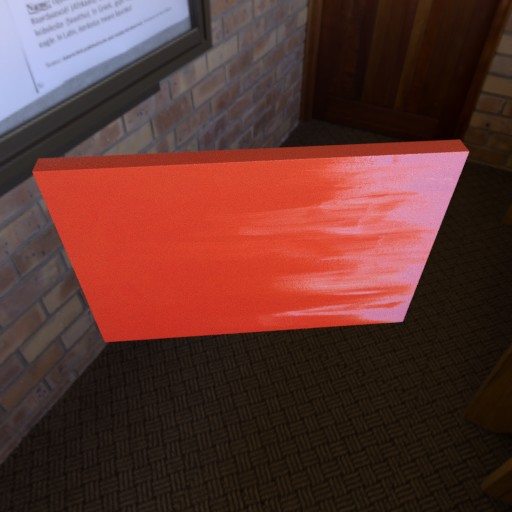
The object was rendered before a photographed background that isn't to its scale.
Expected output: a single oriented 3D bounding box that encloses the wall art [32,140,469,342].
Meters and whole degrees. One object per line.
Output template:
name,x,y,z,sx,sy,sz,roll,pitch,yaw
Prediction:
wall art,0.000,0.000,0.768,0.607,0.405,0.033,-3,45,-3
